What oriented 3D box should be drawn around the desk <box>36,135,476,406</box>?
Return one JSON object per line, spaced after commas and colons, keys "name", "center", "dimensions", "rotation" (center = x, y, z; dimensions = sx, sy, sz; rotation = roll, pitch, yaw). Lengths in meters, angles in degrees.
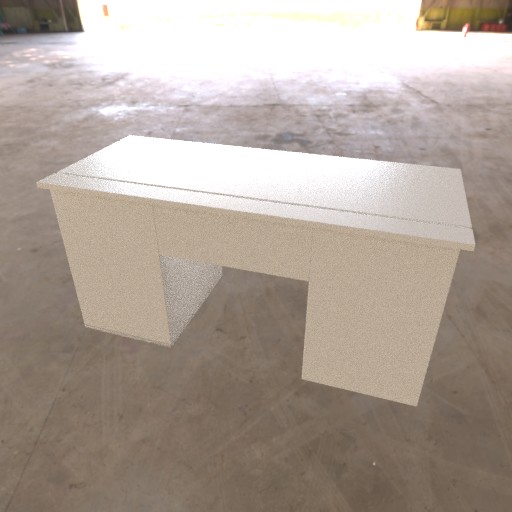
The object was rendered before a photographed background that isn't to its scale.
{"name": "desk", "center": [0.000, 0.000, 1.984], "dimensions": [1.580, 0.760, 0.670], "rotation": [10, 33, 15]}
